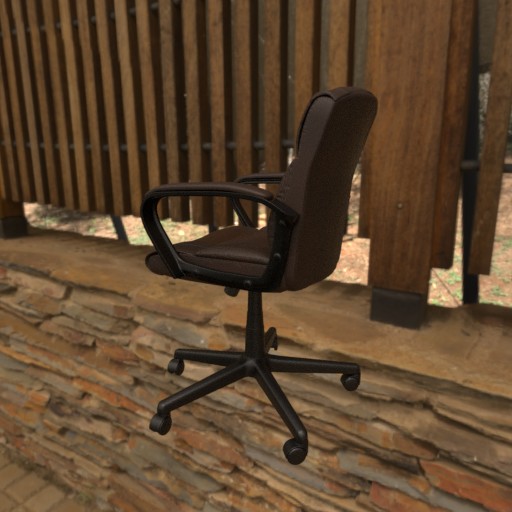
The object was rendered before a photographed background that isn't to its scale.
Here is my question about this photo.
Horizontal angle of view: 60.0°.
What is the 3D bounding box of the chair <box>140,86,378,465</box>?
[{"bbox_3d":[0.000,0.000,1.465,0.717,1.004,0.739,7,16,26],"label":"chair"}]
